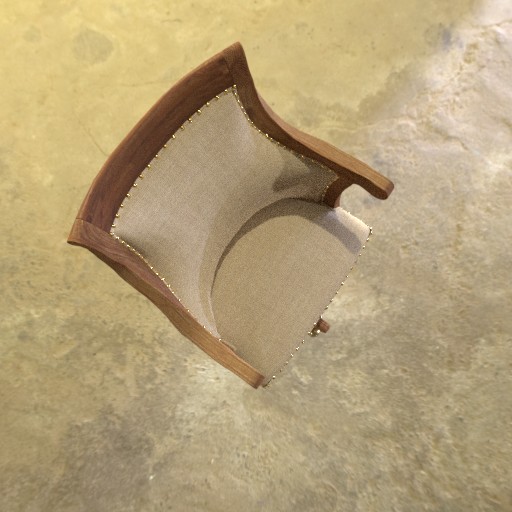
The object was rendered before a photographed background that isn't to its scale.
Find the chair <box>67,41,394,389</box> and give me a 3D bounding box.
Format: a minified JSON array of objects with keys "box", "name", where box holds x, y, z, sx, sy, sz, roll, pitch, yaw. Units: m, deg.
[{"box":[0.000,0.000,1.408,0.689,0.965,0.656,35,78,8],"name":"chair"}]
